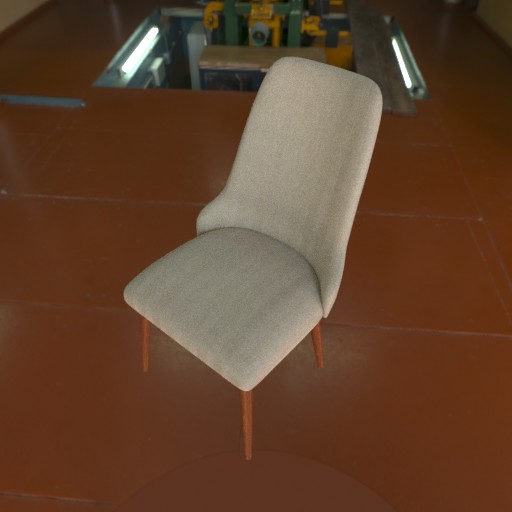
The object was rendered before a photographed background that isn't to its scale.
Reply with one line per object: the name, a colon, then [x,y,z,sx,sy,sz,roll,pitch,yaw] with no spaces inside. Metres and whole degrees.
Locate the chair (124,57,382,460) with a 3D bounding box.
chair: [0.000,0.000,1.319,0.526,0.917,0.684,30,52,27]
